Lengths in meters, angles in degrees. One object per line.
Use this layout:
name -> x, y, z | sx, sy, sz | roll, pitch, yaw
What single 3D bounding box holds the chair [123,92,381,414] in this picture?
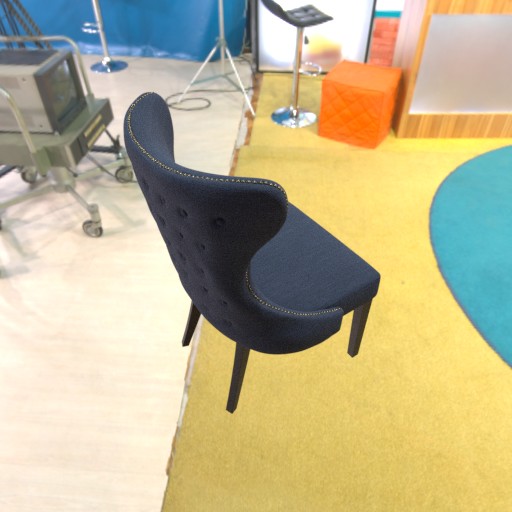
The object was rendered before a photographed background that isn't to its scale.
chair -> 0.000, 0.000, 1.425 | 0.635, 0.967, 0.628 | -25, 48, -25
